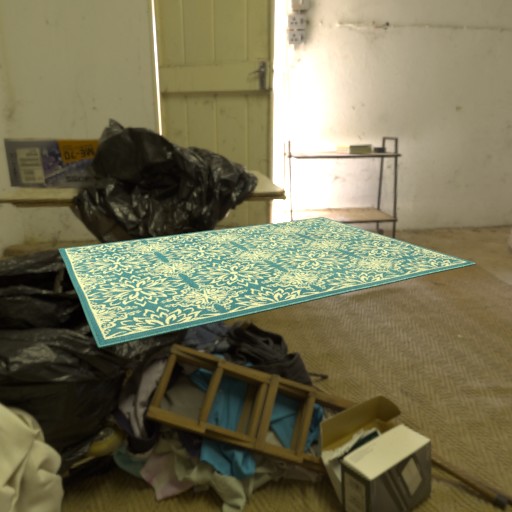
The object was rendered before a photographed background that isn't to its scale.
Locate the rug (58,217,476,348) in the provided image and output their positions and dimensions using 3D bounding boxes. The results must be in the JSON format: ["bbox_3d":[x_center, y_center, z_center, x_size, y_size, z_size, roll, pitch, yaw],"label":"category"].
[{"bbox_3d":[0.000,0.000,2.844,2.205,0.012,1.554,-9,19,-27],"label":"rug"}]
